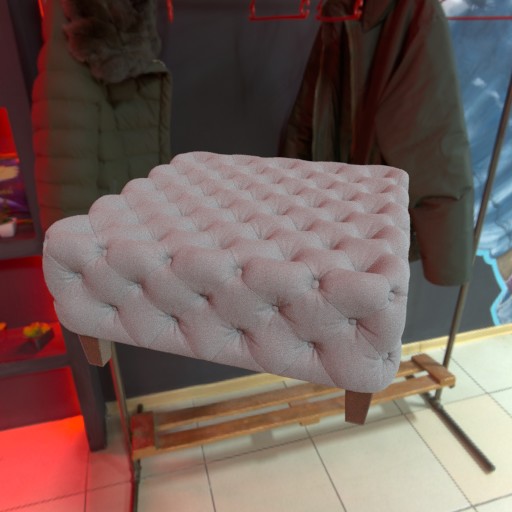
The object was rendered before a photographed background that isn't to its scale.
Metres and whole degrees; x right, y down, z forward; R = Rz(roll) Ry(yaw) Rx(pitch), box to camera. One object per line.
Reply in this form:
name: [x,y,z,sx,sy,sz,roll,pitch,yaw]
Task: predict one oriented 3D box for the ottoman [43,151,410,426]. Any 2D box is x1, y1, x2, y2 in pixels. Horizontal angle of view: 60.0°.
ottoman: [0.000,0.000,1.423,0.911,0.439,0.917,8,28,15]
